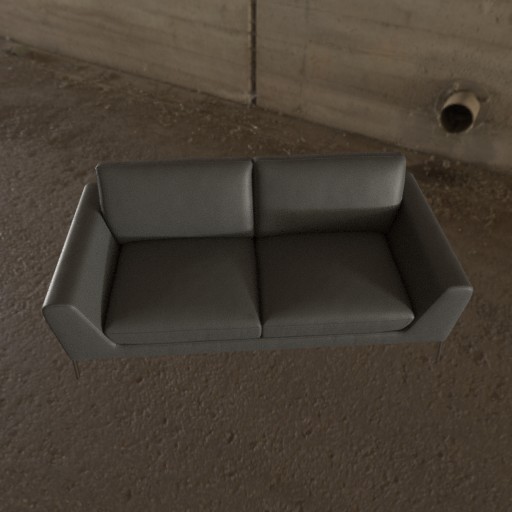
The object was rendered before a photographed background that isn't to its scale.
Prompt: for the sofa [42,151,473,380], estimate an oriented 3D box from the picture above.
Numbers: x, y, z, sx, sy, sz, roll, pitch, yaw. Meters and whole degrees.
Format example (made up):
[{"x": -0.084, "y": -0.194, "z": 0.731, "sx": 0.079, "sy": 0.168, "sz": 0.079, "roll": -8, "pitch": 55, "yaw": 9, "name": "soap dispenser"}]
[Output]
[{"x": 0.000, "y": 0.000, "z": 2.473, "sx": 2.017, "sy": 0.875, "sz": 0.953, "roll": -2, "pitch": 45, "yaw": -2, "name": "sofa"}]
